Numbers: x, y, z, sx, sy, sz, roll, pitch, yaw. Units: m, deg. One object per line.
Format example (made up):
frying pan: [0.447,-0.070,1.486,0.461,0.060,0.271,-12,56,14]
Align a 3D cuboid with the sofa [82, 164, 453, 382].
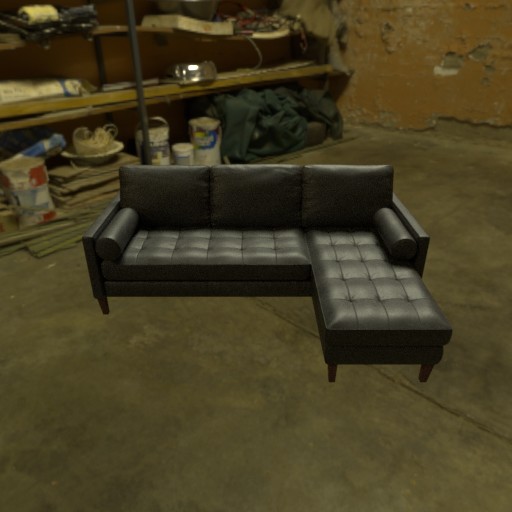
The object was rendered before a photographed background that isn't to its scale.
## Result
sofa: [0.000,0.000,2.883,2.178,0.876,1.497,0,28,0]
